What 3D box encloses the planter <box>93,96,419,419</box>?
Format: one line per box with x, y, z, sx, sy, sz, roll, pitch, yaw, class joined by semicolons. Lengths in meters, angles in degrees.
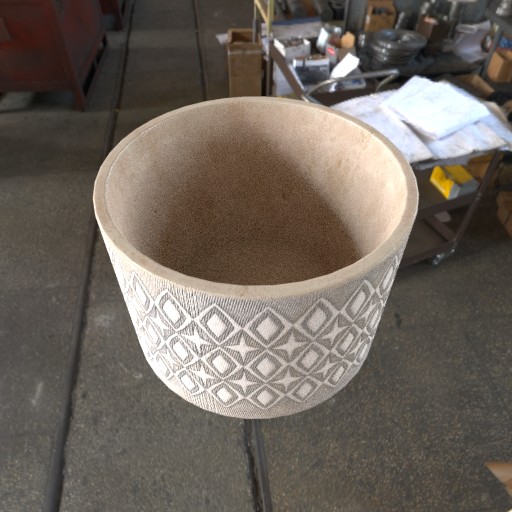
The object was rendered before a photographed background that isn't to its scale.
0.000;0.000;0.276;0.164;0.127;0.164;0;47;0;planter
